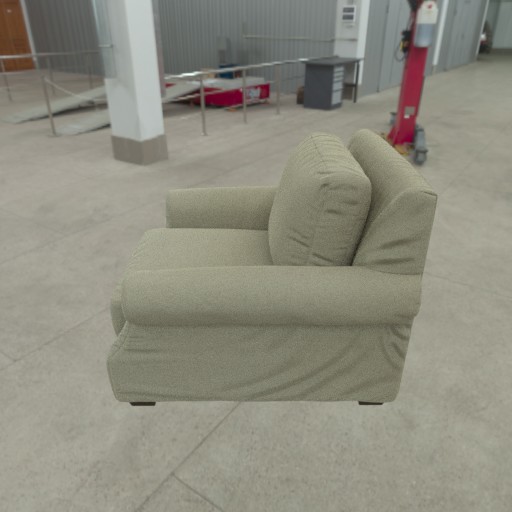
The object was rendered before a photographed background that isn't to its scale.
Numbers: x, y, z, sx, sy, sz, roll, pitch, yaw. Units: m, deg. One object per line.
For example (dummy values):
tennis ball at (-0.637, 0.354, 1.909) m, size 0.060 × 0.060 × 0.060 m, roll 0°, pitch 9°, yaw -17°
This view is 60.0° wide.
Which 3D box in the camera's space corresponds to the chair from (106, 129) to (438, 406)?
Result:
chair at (0.000, 0.000, 1.767) m, size 1.066 × 0.866 × 0.940 m, roll 0°, pitch 28°, yaw 0°
